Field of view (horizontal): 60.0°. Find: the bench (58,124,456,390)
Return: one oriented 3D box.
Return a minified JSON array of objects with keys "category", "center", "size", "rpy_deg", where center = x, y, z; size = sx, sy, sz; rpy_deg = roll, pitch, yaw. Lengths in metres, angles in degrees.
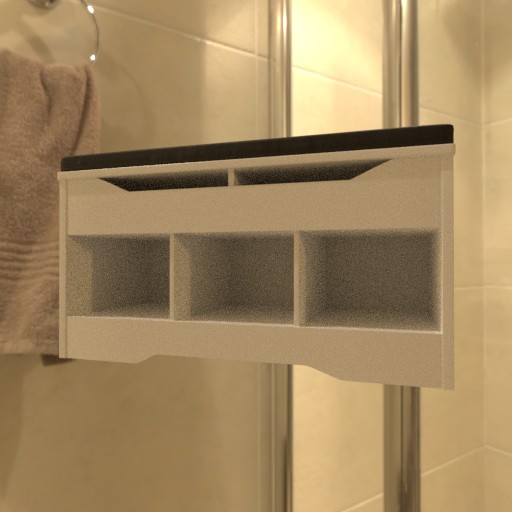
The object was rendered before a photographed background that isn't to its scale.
[{"category":"bench","center":[0.000,0.000,1.140],"size":[0.899,0.500,0.401],"rpy_deg":[0,0,18]}]
